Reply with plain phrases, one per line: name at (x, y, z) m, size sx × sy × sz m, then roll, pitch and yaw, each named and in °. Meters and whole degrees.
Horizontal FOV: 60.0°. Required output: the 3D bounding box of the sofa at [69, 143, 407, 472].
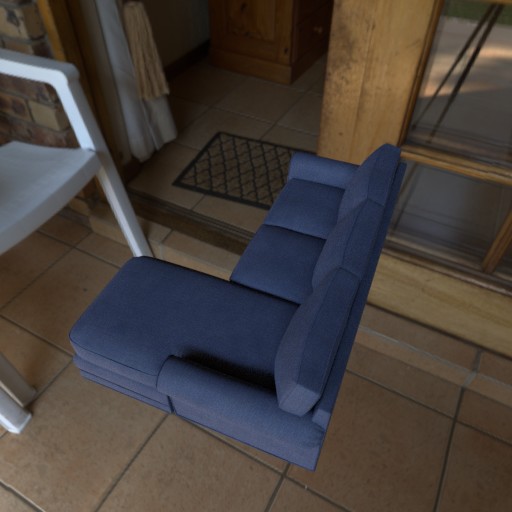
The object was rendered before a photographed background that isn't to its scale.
sofa at (0.000, 0.000, 3.439) m, size 1.780 × 1.063 × 2.567 m, roll 17°, pitch 49°, yaw 15°
